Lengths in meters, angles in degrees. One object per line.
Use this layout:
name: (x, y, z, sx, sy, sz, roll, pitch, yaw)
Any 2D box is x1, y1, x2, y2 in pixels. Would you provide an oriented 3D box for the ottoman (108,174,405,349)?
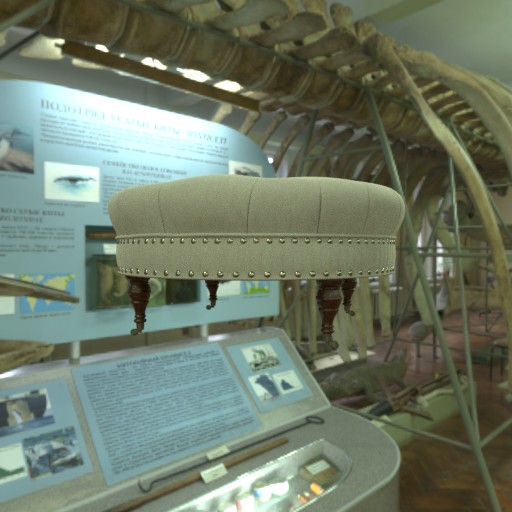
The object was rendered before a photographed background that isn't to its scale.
ottoman: (0.000, 0.000, 1.417, 0.901, 0.439, 0.901, 0, 1, 0)
